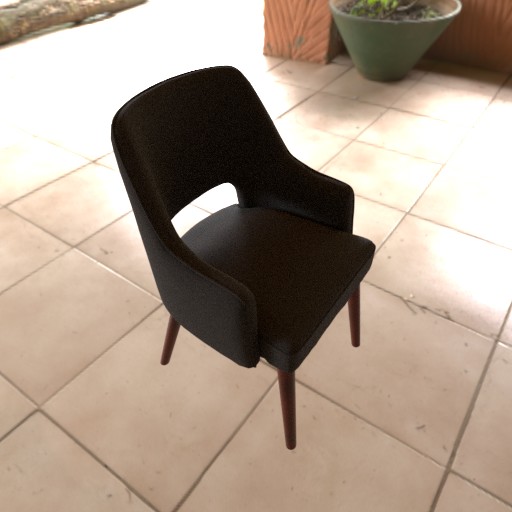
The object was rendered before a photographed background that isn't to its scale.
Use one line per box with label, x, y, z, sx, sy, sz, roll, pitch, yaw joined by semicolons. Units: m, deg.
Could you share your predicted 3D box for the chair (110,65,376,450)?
chair;0.000;0.000;1.211;0.560;0.838;0.559;24;47;25
